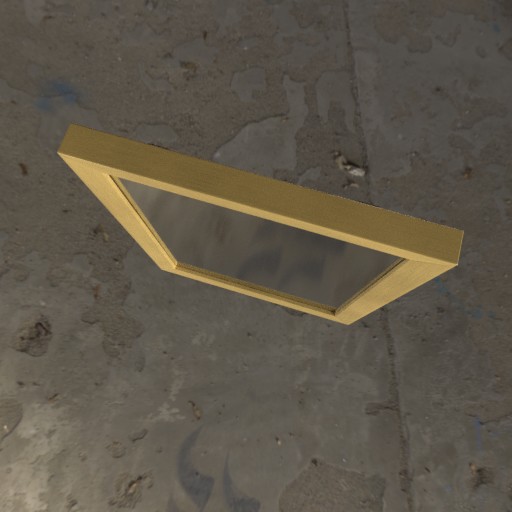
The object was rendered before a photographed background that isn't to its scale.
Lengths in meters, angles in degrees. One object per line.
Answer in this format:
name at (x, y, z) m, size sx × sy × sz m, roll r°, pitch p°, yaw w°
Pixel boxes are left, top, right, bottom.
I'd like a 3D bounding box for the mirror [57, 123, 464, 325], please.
mirror at (0.000, 0.000, 0.679) m, size 0.405 × 0.508 × 0.041 m, roll 16°, pitch 76°, yaw 4°
